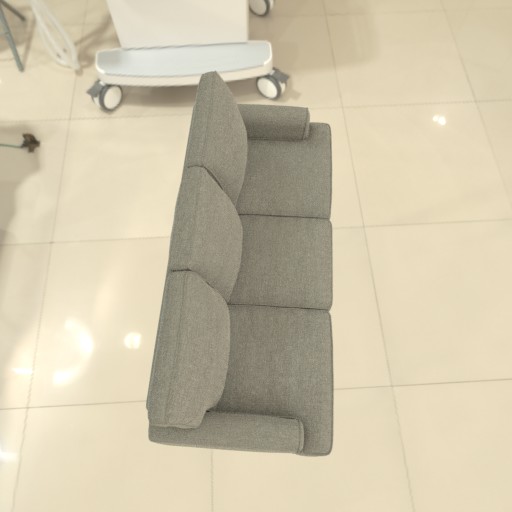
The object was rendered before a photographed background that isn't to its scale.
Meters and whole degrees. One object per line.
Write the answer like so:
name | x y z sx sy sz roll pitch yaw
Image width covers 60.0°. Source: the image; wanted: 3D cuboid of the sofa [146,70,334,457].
sofa | 0.000 0.000 2.670 0.951 0.965 2.158 3 66 2
